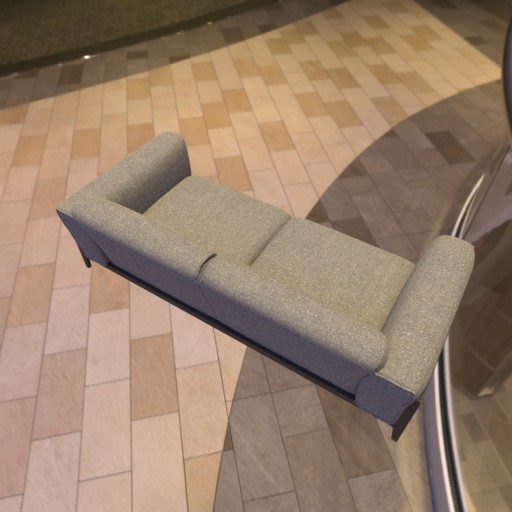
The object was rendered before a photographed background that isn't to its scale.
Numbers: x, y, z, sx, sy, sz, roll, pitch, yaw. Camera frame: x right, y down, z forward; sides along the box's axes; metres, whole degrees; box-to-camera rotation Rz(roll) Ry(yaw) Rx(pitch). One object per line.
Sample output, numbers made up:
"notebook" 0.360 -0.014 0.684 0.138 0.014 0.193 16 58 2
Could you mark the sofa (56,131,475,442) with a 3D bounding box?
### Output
"sofa" 0.000 0.000 2.512 2.125 0.703 0.985 25 52 21
